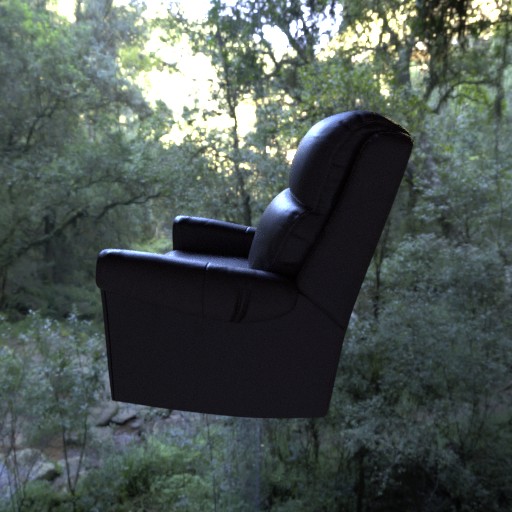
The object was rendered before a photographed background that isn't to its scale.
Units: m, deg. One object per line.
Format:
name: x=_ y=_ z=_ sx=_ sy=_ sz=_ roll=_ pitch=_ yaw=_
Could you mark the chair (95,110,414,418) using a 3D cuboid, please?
chair: x=0.000 y=0.000 z=1.747 sx=1.014 sy=1.054 sz=0.838 roll=2 pitch=14 yaw=10
